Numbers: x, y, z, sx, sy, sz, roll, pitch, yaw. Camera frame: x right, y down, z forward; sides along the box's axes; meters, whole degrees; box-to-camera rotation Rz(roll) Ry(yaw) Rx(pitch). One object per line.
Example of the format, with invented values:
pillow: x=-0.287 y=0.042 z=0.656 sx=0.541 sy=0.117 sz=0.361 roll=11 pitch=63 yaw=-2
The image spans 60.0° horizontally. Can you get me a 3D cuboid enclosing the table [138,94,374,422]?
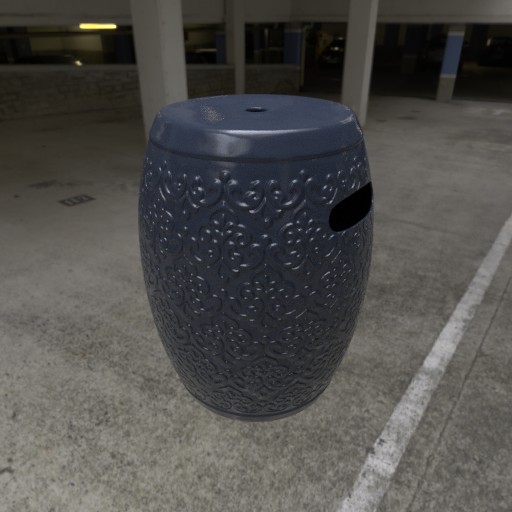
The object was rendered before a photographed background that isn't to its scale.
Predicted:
table: x=0.000 y=0.000 z=0.617 sx=0.309 sy=0.397 sz=0.309 roll=0 pitch=28 yaw=0
